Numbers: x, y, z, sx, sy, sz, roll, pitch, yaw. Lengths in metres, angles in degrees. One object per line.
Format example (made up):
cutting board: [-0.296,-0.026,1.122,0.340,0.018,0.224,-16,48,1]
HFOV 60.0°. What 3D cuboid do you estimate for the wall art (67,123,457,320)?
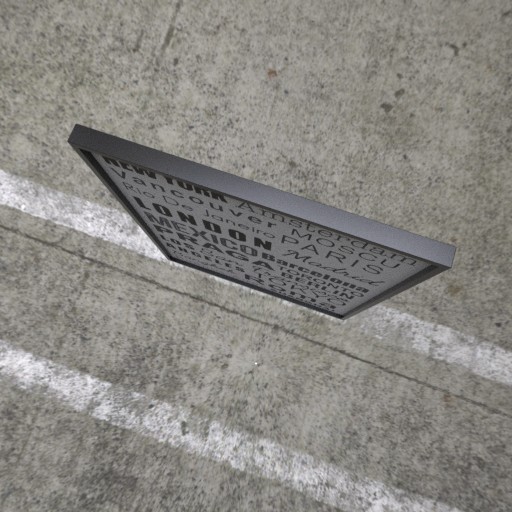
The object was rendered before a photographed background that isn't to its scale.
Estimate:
wall art: [0.000,0.000,1.370,0.788,1.046,0.043,19,77,4]
